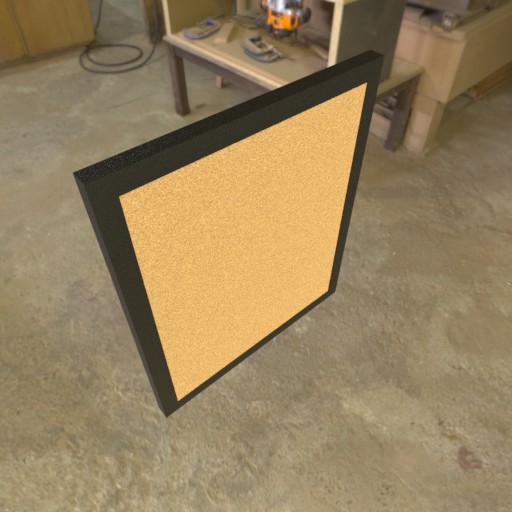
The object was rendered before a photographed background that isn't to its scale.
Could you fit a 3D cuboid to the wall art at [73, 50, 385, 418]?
[{"bbox_3d":[0.000,0.000,0.691,0.432,0.508,0.025,-32,55,-26],"label":"wall art"}]
